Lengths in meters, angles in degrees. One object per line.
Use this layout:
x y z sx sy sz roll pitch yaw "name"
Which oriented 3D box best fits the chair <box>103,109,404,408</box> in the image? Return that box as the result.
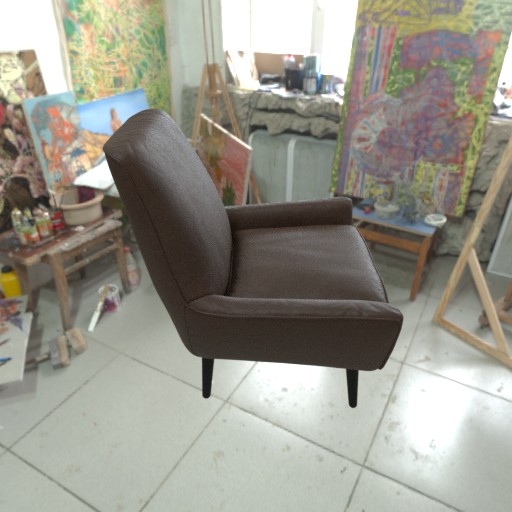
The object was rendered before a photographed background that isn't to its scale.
0.000 0.000 1.513 0.824 0.888 0.787 0 32 0 "chair"
